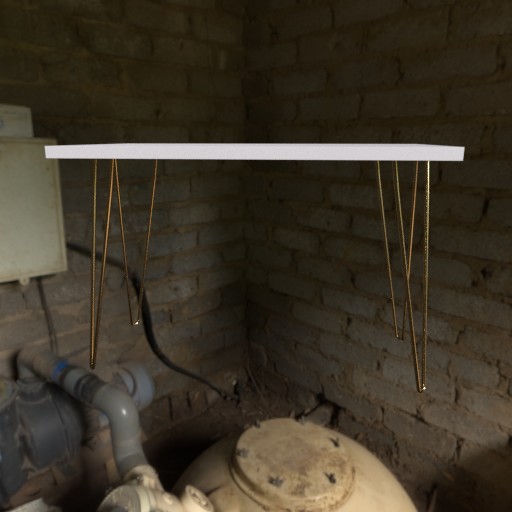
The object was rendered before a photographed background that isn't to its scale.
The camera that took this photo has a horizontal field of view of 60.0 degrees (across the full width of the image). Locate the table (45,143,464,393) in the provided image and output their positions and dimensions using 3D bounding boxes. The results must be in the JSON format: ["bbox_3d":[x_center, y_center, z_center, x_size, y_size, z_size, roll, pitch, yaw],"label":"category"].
[{"bbox_3d":[0.000,0.000,1.358,0.991,0.660,0.498,2,15,7],"label":"table"}]
